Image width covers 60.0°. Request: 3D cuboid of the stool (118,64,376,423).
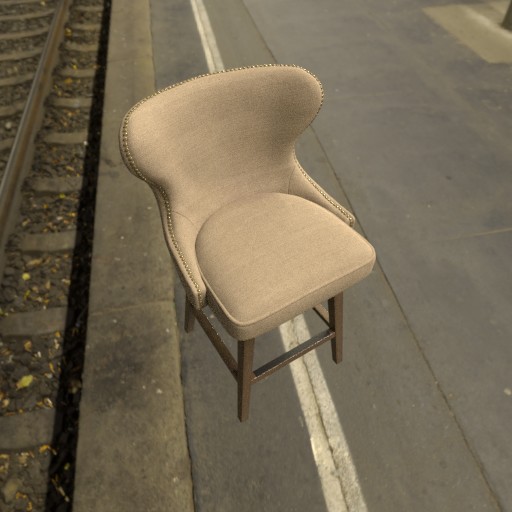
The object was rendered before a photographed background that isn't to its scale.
[{"bbox_3d":[0.000,0.000,1.421,0.615,0.972,0.597,-25,52,-21],"label":"stool"}]
